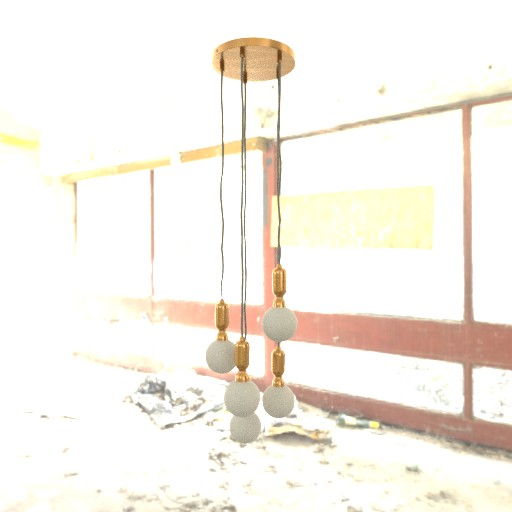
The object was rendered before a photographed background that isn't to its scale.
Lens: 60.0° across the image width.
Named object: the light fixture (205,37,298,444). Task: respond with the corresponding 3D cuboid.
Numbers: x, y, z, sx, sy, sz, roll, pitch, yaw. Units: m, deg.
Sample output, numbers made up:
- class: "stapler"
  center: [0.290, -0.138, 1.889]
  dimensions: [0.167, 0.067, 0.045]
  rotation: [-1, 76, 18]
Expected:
- class: "light fixture"
  center: [0.000, 0.000, 0.511]
  dimensions: [0.105, 0.457, 0.108]
  rotation: [0, 0, -35]
